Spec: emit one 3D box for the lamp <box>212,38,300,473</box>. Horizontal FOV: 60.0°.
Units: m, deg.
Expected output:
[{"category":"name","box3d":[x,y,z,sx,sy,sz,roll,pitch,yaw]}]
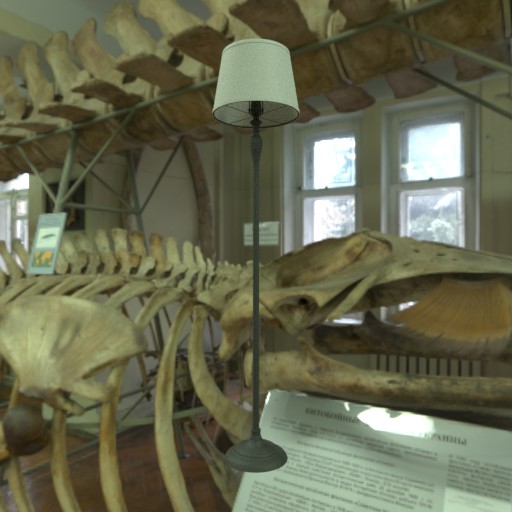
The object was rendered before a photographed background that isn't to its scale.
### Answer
[{"category":"lamp","box3d":[0.000,0.000,1.660,0.327,1.506,0.327,0,0,0]}]
